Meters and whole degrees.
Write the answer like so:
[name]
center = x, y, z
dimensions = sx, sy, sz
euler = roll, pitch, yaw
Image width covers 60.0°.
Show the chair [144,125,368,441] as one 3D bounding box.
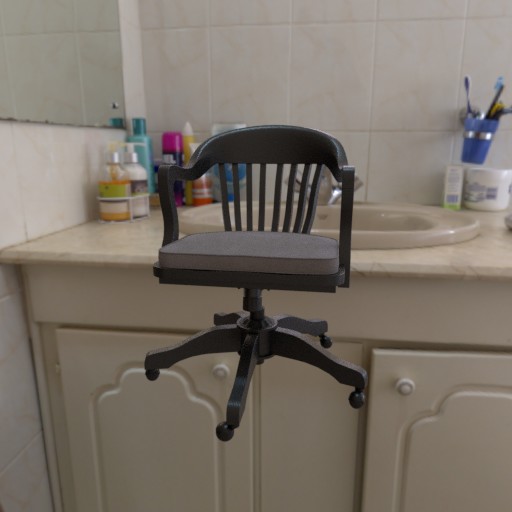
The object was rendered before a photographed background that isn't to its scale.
[chair]
center = 0.000, 0.000, 1.476
dimensions = 0.750, 0.878, 0.788
euler = 2, 14, 10
